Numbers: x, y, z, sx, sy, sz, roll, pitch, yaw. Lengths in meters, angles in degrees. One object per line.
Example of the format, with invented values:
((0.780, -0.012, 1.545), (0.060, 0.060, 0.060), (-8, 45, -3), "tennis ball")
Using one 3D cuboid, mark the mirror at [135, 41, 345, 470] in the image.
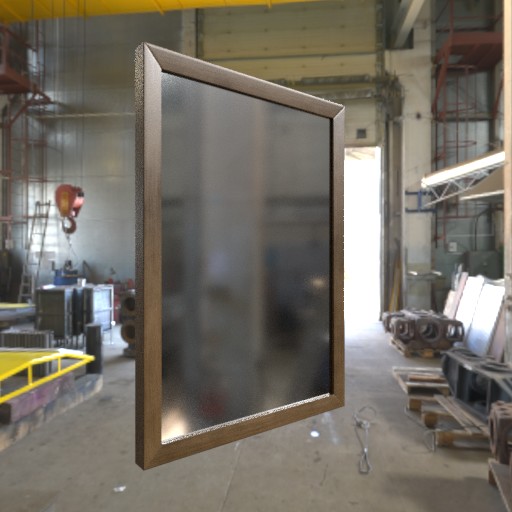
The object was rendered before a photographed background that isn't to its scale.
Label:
((0.000, 0.000, 0.906), (0.507, 0.710, 0.040), (0, 0, -39), "mirror")
